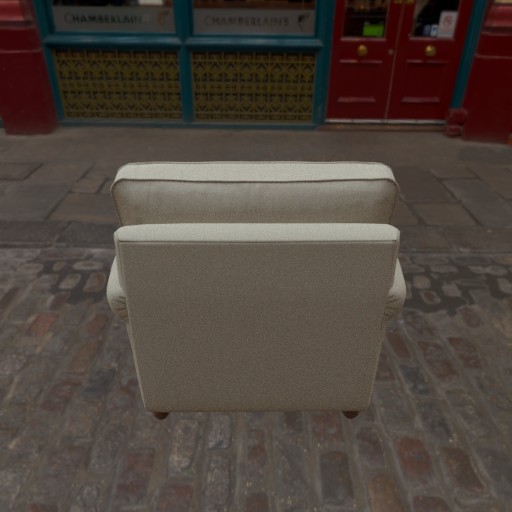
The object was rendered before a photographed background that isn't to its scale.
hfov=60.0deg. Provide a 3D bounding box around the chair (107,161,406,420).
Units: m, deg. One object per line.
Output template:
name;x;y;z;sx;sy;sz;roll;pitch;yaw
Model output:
chair;0.000;0.000;1.827;1.029;0.967;0.966;0;29;0
